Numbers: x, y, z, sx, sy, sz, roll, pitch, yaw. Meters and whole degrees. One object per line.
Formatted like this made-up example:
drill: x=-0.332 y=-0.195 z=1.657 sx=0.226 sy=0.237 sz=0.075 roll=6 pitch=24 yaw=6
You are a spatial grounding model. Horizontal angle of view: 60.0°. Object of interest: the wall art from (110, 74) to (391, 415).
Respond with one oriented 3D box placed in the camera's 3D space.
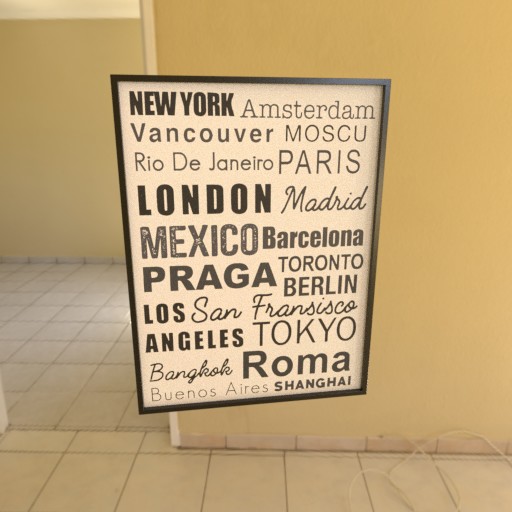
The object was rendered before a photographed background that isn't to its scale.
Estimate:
wall art: x=0.000 y=0.000 z=1.394 sx=0.788 sy=1.046 sz=0.043 roll=-2 pitch=16 yaw=-8
